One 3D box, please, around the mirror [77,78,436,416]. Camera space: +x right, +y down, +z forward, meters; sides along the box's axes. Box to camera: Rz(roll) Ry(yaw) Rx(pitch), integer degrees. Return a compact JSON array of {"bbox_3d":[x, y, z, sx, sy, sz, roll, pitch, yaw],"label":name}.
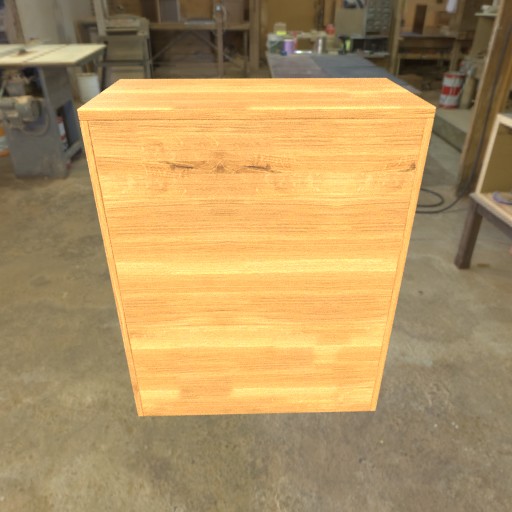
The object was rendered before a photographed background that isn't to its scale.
[{"bbox_3d":[0.000,0.000,1.412,0.800,1.000,0.400,-1,31,-1],"label":"mirror"}]
